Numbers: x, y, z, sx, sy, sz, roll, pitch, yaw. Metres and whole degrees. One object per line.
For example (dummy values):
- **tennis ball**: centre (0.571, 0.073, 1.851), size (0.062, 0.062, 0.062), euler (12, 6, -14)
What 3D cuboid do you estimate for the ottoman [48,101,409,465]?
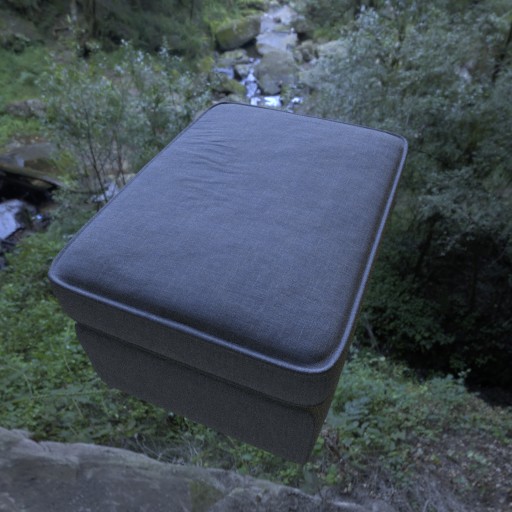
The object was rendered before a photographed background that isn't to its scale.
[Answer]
- **ottoman**: centre (0.000, 0.000, 1.086), size (0.559, 0.457, 0.762), euler (16, 48, 15)
